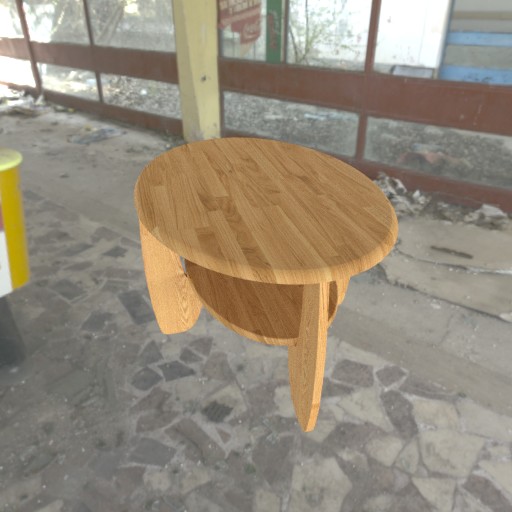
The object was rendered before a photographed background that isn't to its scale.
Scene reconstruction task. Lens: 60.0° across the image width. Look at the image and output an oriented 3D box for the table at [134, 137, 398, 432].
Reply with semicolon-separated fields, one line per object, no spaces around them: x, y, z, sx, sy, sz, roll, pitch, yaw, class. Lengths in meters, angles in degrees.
0.000;0.000;1.399;0.690;0.490;1.040;-8;31;-13;table
